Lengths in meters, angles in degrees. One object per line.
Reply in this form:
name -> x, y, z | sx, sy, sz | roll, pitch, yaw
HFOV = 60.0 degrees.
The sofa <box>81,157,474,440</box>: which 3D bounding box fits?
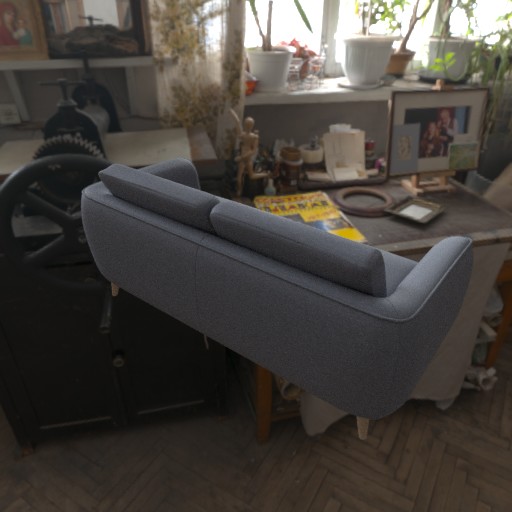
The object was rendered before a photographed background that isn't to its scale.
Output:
sofa -> 0.000, 0.000, 2.446 | 2.000, 0.870, 0.920 | 22, 37, 31
